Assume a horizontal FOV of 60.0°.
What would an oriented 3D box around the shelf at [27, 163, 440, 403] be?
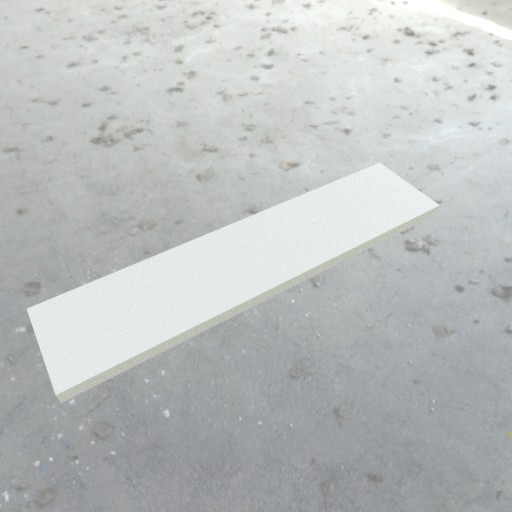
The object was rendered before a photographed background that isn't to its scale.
[{"bbox_3d":[0.000,0.000,0.648,0.610,0.020,0.140,-24,51,-21],"label":"shelf"}]
